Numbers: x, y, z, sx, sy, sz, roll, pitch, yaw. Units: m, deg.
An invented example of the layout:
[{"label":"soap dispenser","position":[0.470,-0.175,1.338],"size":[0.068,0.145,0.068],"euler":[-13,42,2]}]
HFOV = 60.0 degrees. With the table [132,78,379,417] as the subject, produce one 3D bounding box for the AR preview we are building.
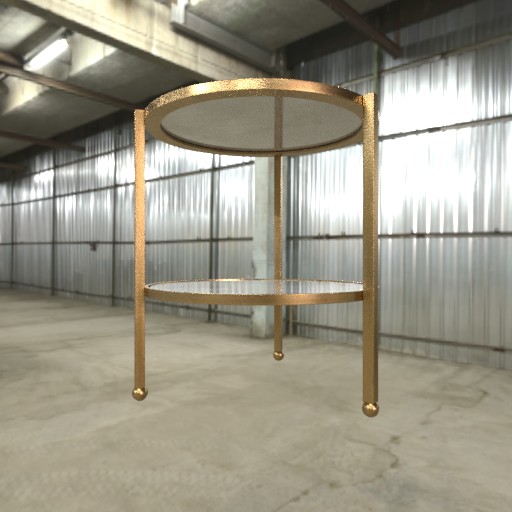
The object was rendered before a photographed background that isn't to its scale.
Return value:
[{"label":"table","position":[0.000,0.000,0.449],"size":[0.243,0.269,0.231],"euler":[0,0,-19]}]
